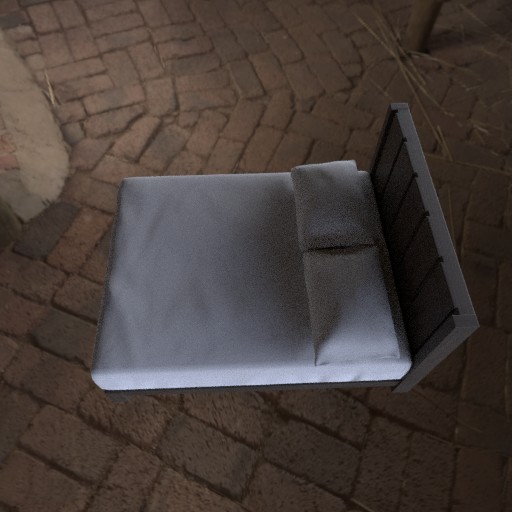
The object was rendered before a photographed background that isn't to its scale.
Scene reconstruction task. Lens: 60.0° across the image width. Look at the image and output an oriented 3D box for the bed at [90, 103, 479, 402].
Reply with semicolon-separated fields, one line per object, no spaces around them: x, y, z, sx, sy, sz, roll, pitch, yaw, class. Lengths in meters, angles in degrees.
0.000;0.000;3.256;2.242;1.270;1.727;-2;58;-1;bed
